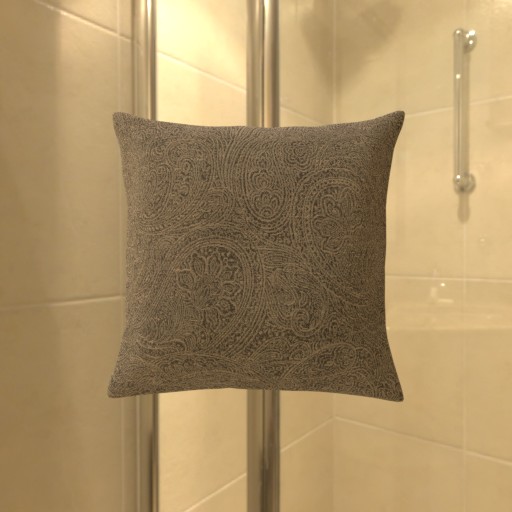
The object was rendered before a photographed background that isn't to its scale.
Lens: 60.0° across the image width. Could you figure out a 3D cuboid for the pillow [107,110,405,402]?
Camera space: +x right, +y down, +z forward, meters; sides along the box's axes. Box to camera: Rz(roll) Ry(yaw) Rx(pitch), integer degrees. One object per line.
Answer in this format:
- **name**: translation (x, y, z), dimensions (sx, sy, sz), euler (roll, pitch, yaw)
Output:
- **pillow**: translation (0.000, 0.000, 0.781), dimensions (0.523, 0.510, 0.166), euler (0, 1, 1)
